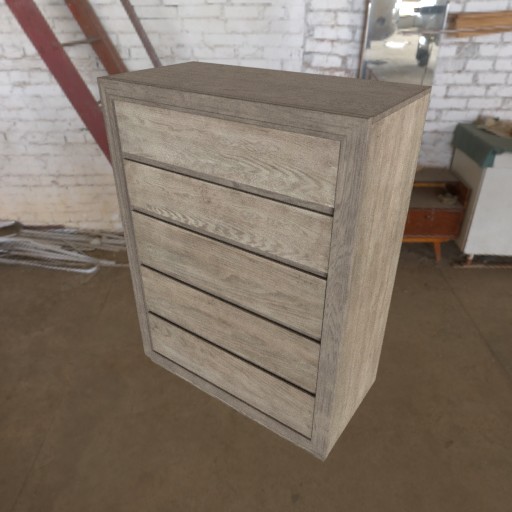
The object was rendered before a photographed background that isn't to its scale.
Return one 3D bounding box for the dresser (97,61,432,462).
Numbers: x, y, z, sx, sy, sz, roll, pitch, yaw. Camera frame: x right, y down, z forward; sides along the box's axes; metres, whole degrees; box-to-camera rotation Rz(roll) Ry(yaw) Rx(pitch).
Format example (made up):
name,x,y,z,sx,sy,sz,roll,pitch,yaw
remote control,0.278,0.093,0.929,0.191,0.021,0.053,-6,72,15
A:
name,x,y,z,sx,sy,sz,roll,pitch,yaw
dresser,0.000,0.000,1.745,0.967,1.295,0.483,20,36,29
